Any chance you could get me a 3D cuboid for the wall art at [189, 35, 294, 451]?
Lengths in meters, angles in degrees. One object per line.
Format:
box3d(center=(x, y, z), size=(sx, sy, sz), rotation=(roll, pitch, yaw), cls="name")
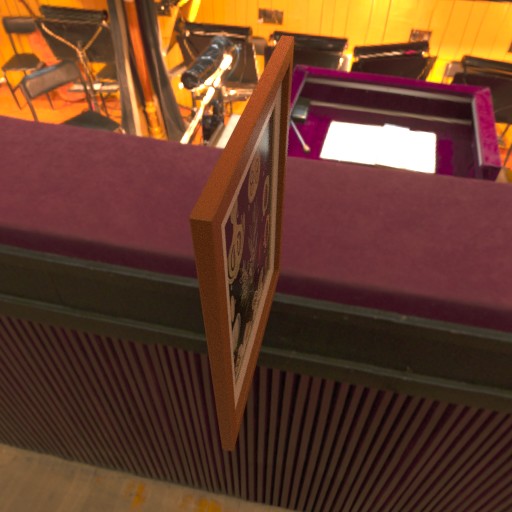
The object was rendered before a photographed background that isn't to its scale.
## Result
box3d(center=(0.000, 0.000, 0.515), size=(0.015, 0.379, 0.310), rotation=(9, 47, 9), cls="wall art")
